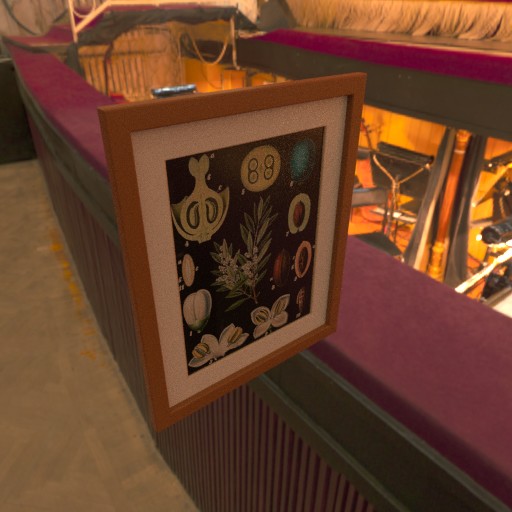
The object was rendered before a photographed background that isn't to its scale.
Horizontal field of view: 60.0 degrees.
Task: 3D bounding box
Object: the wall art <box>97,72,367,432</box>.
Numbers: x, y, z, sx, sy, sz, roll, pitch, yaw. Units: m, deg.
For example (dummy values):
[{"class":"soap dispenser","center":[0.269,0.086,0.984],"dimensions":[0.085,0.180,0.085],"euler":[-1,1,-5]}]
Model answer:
[{"class":"wall art","center":[0.000,0.000,0.525],"dimensions":[0.310,0.379,0.015],"euler":[-21,36,-32]}]
